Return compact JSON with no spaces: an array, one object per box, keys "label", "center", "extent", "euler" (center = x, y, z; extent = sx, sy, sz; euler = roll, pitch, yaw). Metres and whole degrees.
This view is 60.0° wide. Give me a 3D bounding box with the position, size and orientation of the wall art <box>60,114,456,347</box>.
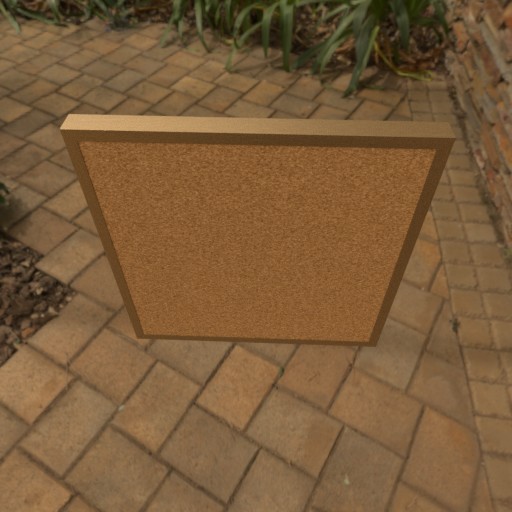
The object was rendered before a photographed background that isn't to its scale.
[{"label":"wall art","center":[0.000,0.000,0.770],"extent":[0.510,0.509,0.037],"euler":[2,48,2]}]
